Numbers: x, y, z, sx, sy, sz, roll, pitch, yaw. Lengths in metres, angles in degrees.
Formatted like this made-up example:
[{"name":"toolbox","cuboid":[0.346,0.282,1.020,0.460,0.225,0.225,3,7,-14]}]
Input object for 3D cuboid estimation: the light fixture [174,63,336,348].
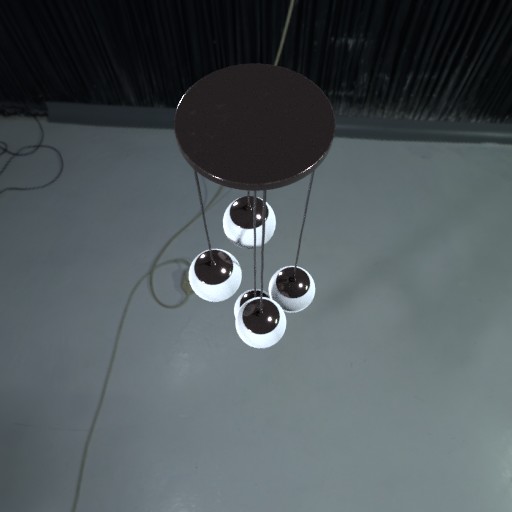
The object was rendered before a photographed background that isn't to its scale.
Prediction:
[{"name":"light fixture","cuboid":[0.000,0.000,1.512,0.484,1.271,0.489,1,63,1]}]
